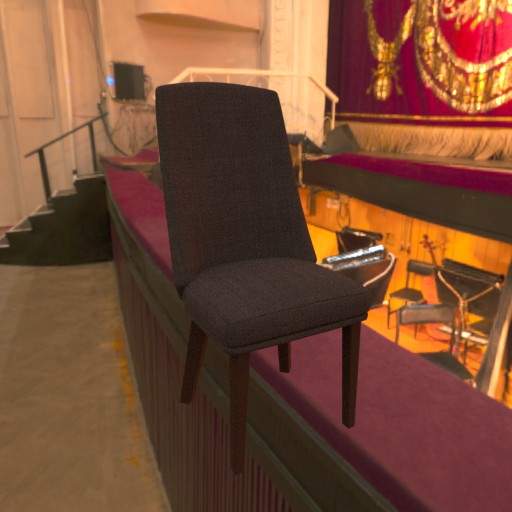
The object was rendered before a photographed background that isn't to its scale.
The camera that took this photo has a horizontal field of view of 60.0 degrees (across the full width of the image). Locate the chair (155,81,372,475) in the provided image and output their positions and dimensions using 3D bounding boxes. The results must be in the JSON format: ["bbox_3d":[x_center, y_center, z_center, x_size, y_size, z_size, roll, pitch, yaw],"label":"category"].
[{"bbox_3d":[0.000,0.000,1.372,0.510,1.050,0.577,-9,19,-28],"label":"chair"}]
